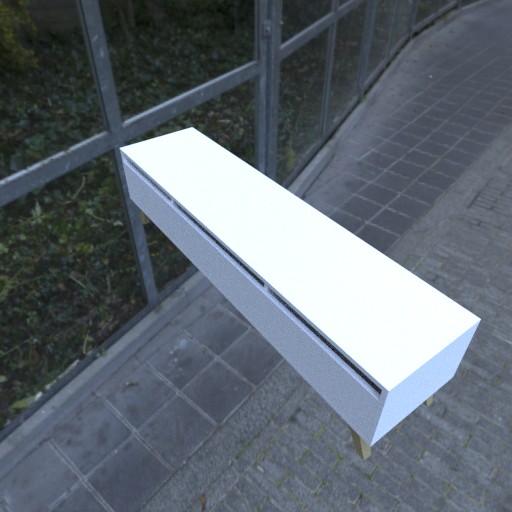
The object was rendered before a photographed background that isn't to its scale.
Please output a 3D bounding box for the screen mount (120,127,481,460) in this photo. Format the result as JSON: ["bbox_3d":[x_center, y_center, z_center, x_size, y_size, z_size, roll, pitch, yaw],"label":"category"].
[{"bbox_3d":[0.000,0.000,1.833,0.399,0.432,1.644,-25,46,-27],"label":"screen mount"}]
